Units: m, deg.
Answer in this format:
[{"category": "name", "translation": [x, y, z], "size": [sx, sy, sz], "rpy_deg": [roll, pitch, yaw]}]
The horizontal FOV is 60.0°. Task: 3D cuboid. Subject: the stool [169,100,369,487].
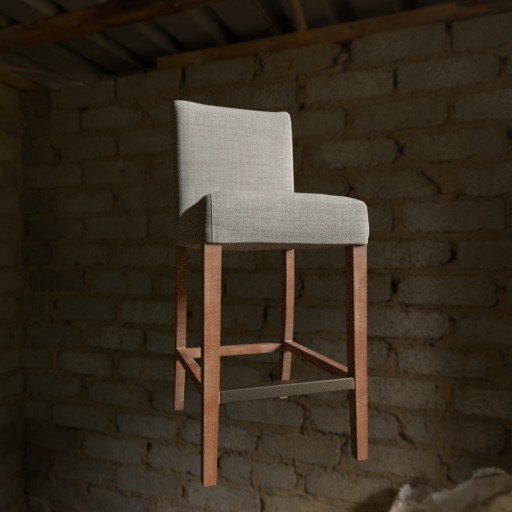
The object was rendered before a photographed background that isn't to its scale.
[{"category": "stool", "translation": [0.000, 0.000, 1.318], "size": [0.454, 1.039, 0.567], "rpy_deg": [0, 0, -19]}]
